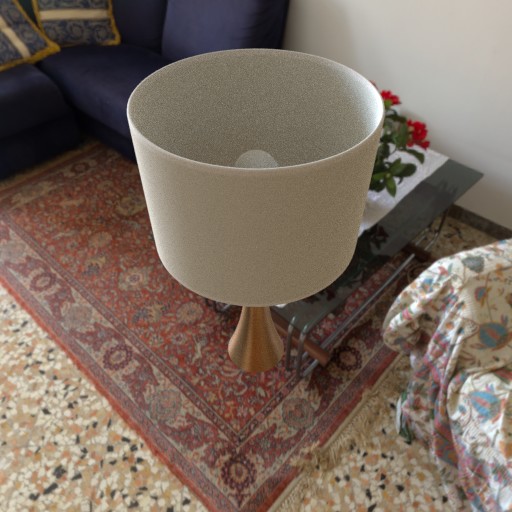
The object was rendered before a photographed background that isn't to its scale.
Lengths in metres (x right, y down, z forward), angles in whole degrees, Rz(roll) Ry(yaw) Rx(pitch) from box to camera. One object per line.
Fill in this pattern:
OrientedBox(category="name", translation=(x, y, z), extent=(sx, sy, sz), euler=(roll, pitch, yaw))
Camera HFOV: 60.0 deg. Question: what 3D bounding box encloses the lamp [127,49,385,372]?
OrientedBox(category="lamp", translation=(0.000, 0.000, 0.639), extent=(0.268, 0.479, 0.268), euler=(5, 46, 5))
